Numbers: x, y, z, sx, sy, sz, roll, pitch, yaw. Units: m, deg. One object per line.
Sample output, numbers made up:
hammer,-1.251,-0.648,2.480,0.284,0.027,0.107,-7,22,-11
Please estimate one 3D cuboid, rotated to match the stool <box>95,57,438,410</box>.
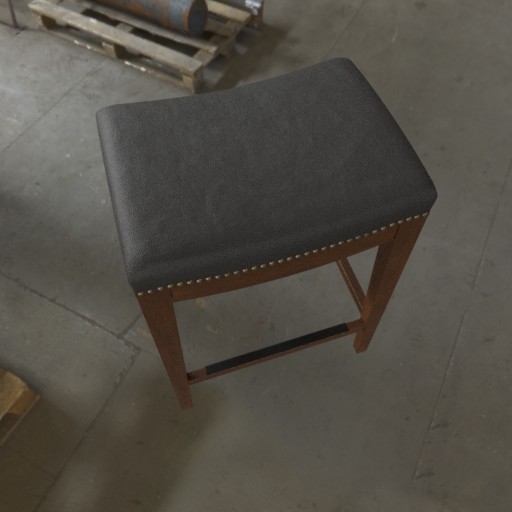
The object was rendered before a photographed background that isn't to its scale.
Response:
stool,0.000,0.000,0.919,0.490,0.664,0.353,-15,61,-9
